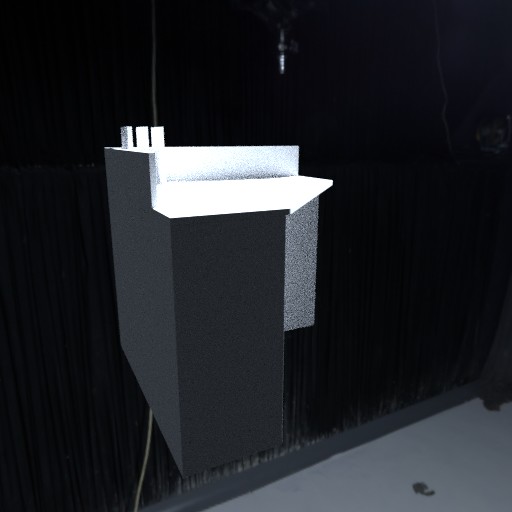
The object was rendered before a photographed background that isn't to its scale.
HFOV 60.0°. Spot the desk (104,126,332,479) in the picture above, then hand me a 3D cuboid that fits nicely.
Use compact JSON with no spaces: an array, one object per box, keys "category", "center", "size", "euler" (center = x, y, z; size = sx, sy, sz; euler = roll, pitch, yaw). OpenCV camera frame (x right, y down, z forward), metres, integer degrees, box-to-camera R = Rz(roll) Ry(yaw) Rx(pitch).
[{"category":"desk","center":[0.000,0.000,1.747],"size":[0.940,0.986,0.940],"euler":[-7,16,-26]}]
